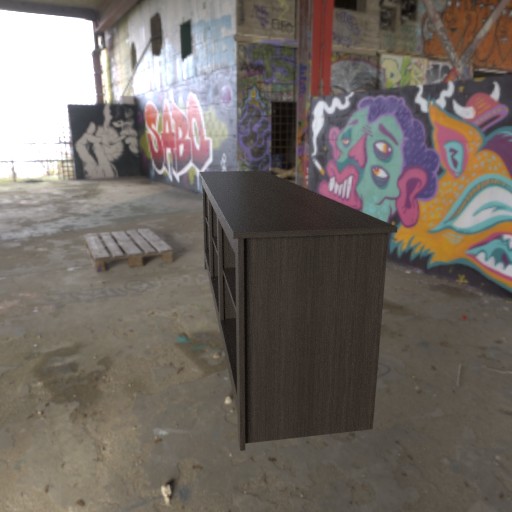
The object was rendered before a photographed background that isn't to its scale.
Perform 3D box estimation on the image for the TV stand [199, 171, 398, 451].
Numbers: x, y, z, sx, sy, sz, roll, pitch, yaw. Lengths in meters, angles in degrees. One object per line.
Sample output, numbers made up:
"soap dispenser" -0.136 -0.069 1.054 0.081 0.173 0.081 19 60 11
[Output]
"TV stand" 0.000 0.000 1.982 0.406 0.610 1.778 -3 16 -9
